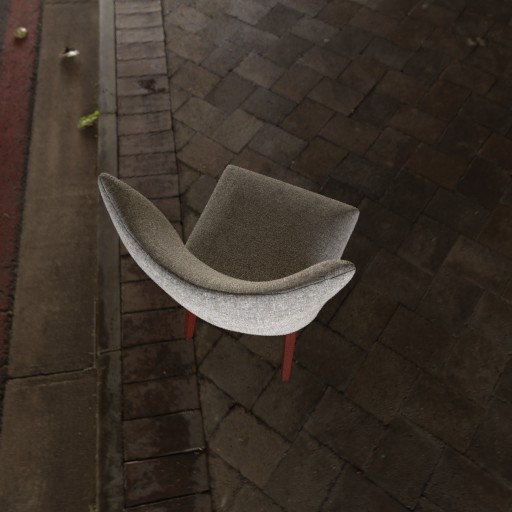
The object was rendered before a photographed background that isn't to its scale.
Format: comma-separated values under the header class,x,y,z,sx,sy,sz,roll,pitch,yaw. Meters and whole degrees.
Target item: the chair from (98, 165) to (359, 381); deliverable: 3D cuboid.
class,x,y,z,sx,sy,sz,roll,pitch,yaw
chair,0.000,0.000,1.311,0.535,0.924,0.623,21,64,11
